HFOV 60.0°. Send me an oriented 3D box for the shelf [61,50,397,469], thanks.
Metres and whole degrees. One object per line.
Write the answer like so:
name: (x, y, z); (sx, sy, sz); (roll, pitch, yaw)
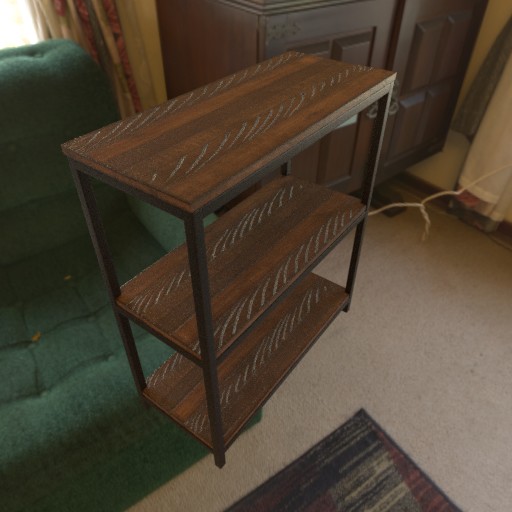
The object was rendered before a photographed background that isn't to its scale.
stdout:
shelf: (0.000, 0.000, 1.354); (0.352, 0.947, 0.822); (26, 46, 27)
